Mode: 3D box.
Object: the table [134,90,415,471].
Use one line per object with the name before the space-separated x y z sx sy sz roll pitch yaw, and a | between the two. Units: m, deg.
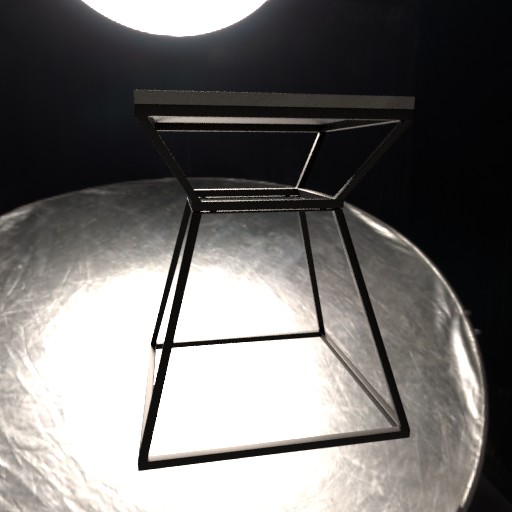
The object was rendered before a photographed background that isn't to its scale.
table | 0.000 0.000 0.876 0.455 0.559 0.455 -2 13 -10
